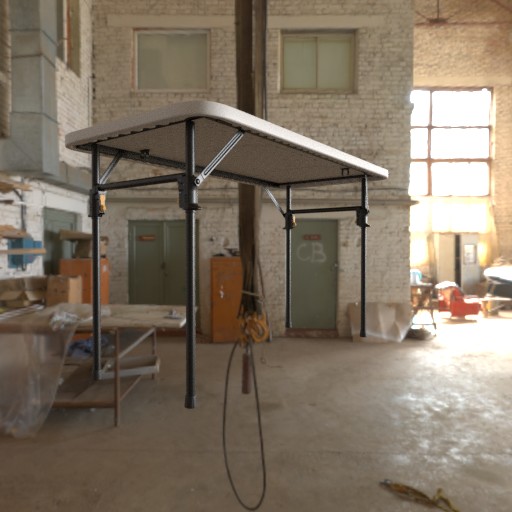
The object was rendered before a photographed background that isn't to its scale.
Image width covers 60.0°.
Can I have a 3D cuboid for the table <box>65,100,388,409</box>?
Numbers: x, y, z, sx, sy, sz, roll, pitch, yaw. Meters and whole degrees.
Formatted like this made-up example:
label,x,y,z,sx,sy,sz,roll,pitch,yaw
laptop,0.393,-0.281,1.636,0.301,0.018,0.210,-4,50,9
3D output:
label,x,y,z,sx,sy,sz,roll,pitch,yaw
table,0.000,0.000,1.645,0.610,0.729,1.219,1,1,36
